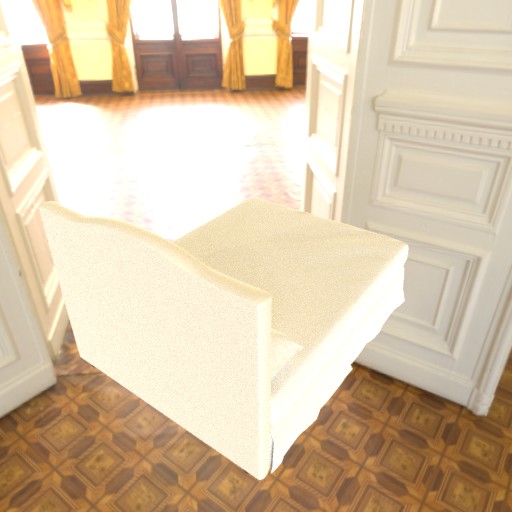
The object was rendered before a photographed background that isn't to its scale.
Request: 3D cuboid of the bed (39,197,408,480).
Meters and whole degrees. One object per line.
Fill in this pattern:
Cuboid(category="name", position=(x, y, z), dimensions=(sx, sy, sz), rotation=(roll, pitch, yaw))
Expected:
Cuboid(category="bed", position=(0.000, 0.000, 3.437), dimensions=(1.821, 1.436, 2.282), rotation=(21, 37, 30))
